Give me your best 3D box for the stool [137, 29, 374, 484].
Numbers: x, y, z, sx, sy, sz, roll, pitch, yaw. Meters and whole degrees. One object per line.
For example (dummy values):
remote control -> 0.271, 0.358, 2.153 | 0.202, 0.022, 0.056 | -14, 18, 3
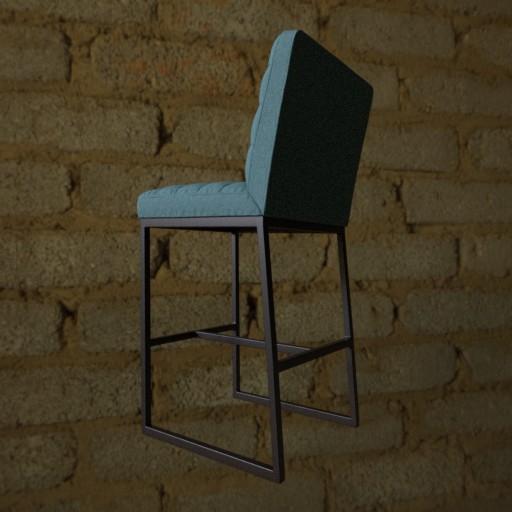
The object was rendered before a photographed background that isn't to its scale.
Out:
stool -> 0.000, 0.000, 1.321 | 0.560, 1.040, 0.460 | 0, 0, 37
